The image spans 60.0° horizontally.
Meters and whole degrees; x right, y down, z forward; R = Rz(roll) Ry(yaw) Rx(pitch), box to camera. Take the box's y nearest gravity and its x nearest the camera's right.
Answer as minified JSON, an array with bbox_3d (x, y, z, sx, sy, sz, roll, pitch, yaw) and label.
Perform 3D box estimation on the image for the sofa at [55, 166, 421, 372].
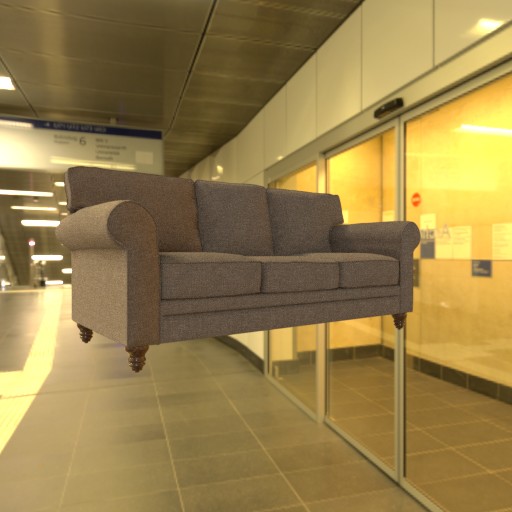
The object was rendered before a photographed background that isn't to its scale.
[{"bbox_3d":[0.000,0.000,2.666,2.084,0.961,0.916,0,0,-36],"label":"sofa"}]
